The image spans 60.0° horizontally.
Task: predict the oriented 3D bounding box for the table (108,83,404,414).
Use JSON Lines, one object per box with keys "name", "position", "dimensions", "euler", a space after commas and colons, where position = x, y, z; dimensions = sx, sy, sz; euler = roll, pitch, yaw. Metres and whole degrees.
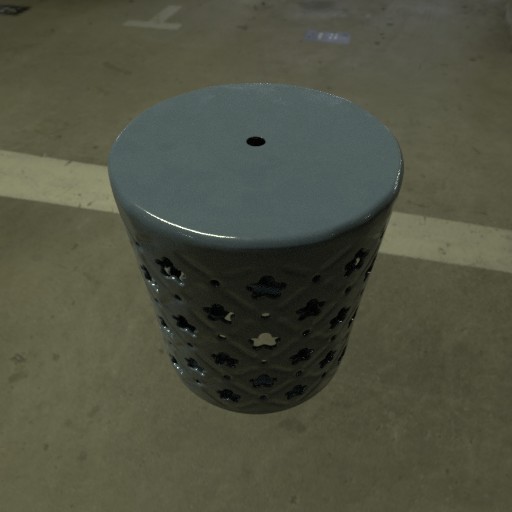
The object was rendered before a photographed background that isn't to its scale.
{"name": "table", "position": [0.000, 0.000, 0.664], "dimensions": [0.352, 0.387, 0.352], "euler": [0, 45, 0]}
